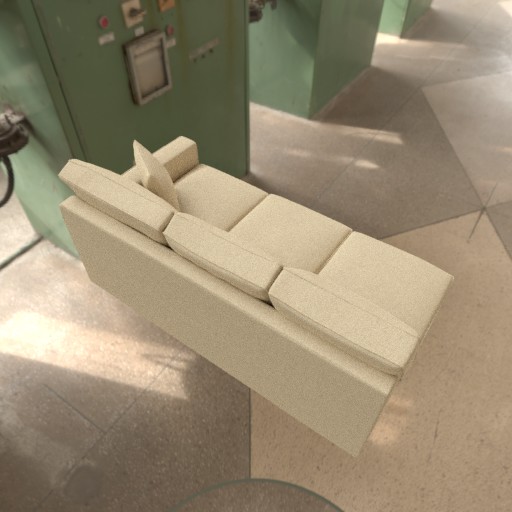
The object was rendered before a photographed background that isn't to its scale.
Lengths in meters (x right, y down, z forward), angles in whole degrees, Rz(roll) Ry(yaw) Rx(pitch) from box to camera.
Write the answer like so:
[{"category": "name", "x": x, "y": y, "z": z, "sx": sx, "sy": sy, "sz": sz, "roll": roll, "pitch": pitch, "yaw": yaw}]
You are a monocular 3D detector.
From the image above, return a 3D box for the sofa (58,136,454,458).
[{"category": "sofa", "x": 0.000, "y": 0.000, "z": 2.500, "sx": 1.963, "sy": 0.946, "sz": 1.034, "roll": 28, "pitch": 53, "yaw": 23}]
